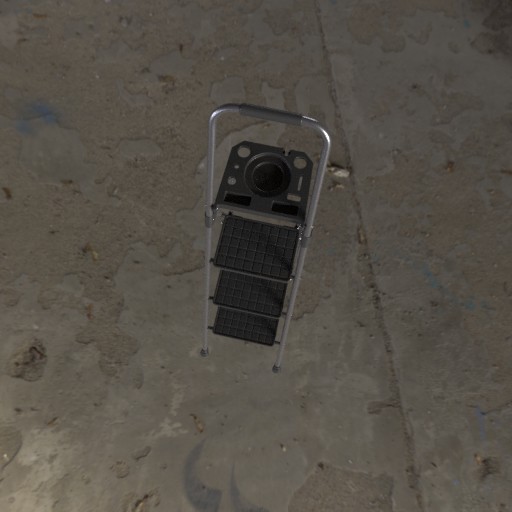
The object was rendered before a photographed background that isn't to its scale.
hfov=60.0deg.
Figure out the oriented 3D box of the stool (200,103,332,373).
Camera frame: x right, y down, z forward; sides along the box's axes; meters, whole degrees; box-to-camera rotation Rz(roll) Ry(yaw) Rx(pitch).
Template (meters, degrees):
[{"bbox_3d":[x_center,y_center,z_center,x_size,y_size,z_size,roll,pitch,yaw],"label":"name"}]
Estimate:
[{"bbox_3d":[0.000,0.000,1.601,0.396,1.277,0.733,12,74,3],"label":"stool"}]
